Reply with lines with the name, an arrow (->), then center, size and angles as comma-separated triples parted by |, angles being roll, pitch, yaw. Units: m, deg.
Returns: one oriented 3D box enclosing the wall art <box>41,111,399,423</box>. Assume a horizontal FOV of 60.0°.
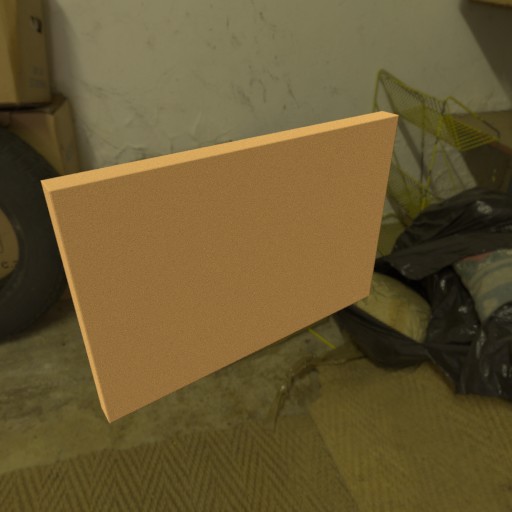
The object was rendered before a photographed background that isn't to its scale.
wall art -> 0.000, 0.000, 0.779 | 0.609, 0.407, 0.039 | -20, 37, -29
